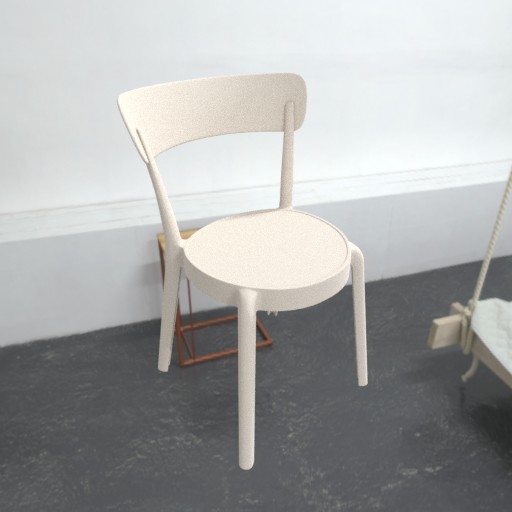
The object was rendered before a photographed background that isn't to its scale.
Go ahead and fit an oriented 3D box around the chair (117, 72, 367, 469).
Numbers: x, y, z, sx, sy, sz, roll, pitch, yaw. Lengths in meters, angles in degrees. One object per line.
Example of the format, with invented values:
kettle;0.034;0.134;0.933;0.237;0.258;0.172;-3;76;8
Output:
chair;0.000;0.000;1.121;0.506;0.790;0.491;-22;37;-32
